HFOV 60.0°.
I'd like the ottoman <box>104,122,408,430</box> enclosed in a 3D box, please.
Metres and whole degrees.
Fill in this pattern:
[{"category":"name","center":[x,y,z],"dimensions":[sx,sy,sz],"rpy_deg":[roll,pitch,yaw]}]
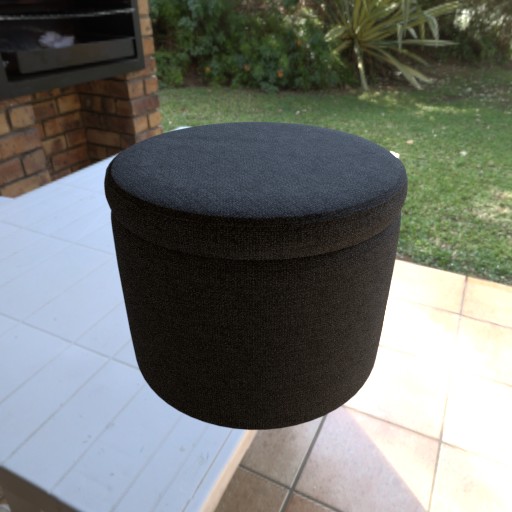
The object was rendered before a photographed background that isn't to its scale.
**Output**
[{"category":"ottoman","center":[0.000,0.000,0.876],"dimensions":[0.520,0.430,0.520],"rpy_deg":[0,31,0]}]
